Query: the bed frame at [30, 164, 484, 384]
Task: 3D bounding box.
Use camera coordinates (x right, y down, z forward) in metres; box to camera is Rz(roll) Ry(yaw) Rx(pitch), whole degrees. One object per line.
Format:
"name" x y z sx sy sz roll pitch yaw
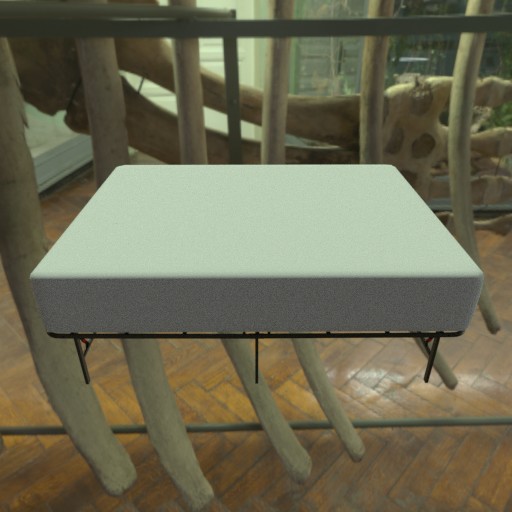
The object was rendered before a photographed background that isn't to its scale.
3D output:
"bed frame" 0.000 0.000 2.746 2.037 0.677 1.528 0 30 0
